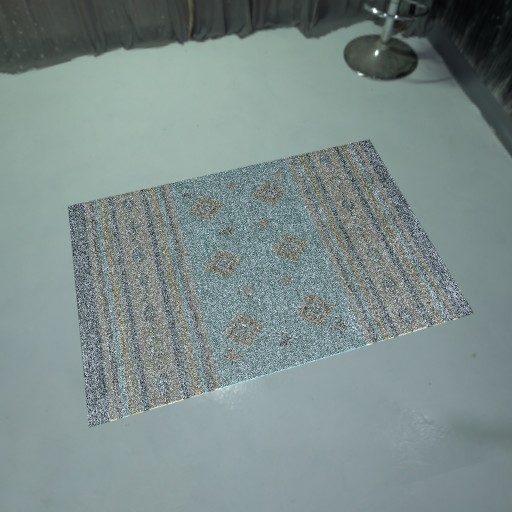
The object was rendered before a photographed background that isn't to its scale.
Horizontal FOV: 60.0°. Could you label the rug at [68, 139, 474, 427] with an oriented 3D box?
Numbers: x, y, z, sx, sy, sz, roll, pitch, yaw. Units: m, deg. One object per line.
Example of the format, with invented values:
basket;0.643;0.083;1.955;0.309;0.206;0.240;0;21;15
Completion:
rug;0.000;0.000;2.287;1.811;0.010;1.212;-14;60;-9
